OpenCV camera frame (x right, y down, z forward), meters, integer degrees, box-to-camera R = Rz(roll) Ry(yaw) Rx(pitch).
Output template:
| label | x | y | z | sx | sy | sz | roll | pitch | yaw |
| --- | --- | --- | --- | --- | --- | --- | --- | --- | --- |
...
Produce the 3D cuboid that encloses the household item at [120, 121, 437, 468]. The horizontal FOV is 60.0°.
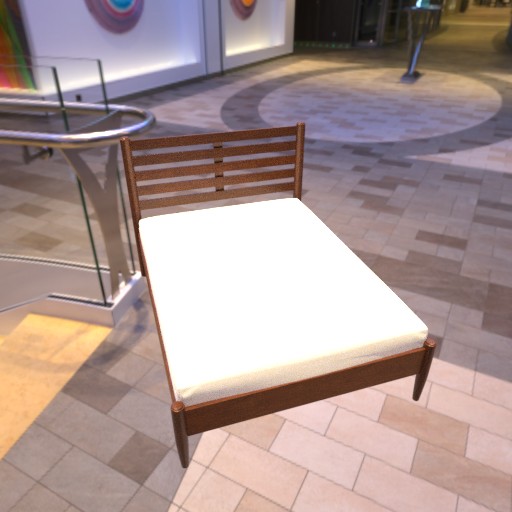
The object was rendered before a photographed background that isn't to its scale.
| label | x | y | z | sx | sy | sz | roll | pitch | yaw |
| --- | --- | --- | --- | --- | --- | --- | --- | --- | --- |
| household item | 0.000 | 0.000 | 3.344 | 1.663 | 1.356 | 2.232 | -10 | 32 | -15 |
